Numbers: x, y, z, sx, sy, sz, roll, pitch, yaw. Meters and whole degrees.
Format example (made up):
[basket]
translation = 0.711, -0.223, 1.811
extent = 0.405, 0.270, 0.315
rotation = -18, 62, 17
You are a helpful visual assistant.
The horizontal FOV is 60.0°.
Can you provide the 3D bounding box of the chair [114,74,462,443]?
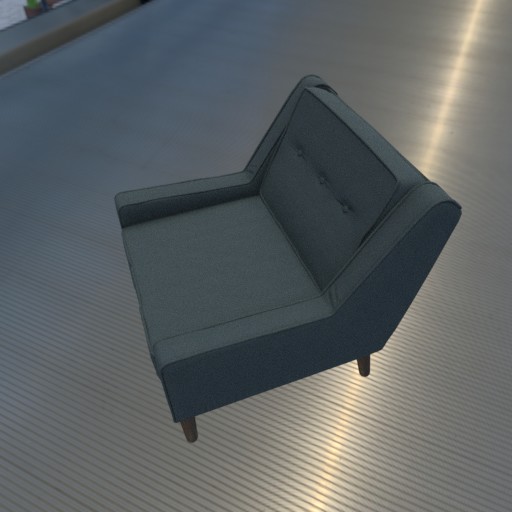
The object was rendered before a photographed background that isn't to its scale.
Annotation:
[chair]
translation = 0.000, 0.000, 1.327
extent = 0.733, 0.780, 0.663
rotation = -16, 48, -14
